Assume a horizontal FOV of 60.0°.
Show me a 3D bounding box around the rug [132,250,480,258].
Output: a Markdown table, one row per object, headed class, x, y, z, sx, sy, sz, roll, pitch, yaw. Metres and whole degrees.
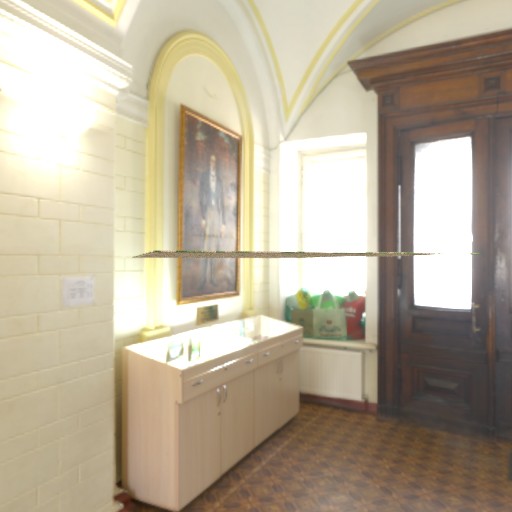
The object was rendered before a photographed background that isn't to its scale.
| class | x | y | z | sx | sy | sz | roll | pitch | yaw |
| --- | --- | --- | --- | --- | --- | --- | --- | --- | --- |
| rug | 0.000 | 0.000 | 2.373 | 1.220 | 0.006 | 1.826 | 0 | -1 | -18 |
